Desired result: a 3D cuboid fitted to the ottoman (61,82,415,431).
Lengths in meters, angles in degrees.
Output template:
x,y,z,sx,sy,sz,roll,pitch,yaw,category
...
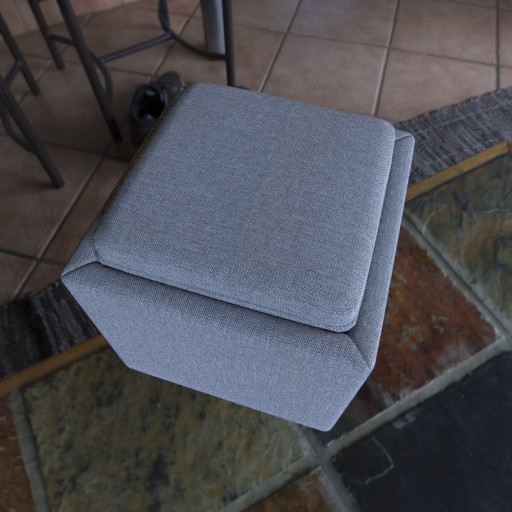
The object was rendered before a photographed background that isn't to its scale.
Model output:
x,y,z,sx,sy,sz,roll,pitch,yaw,category
0.000,0.000,0.841,0.450,0.460,0.450,15,59,9,ottoman
